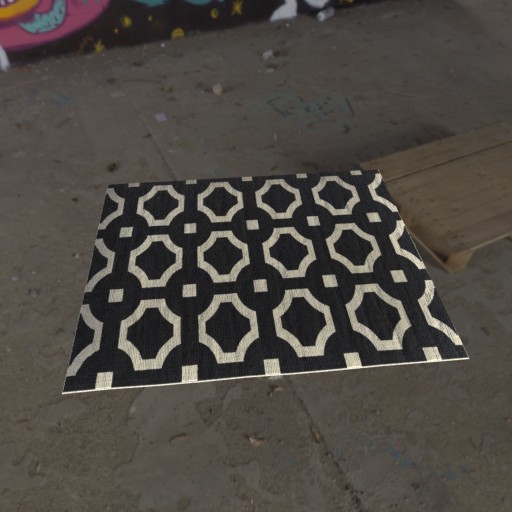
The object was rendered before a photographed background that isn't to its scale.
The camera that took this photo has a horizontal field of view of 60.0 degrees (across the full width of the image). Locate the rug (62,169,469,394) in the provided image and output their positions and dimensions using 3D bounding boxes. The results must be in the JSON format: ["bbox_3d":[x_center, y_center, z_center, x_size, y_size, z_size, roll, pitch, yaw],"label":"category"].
[{"bbox_3d":[0.000,0.000,4.140,3.049,0.021,2.466,-4,47,-4],"label":"rug"}]
